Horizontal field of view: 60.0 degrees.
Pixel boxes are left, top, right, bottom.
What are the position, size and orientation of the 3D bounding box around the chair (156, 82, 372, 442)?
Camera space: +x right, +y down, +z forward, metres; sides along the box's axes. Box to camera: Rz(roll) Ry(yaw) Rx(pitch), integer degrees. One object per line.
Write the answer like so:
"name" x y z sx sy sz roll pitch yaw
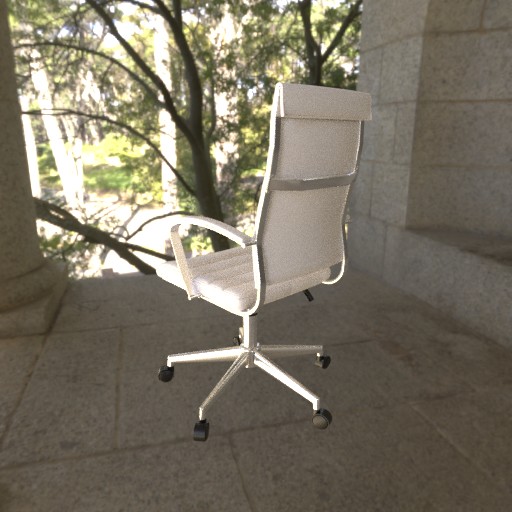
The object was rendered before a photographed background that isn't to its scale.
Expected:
"chair" 0.000 0.000 1.676 0.766 1.149 0.739 -14 21 -43
